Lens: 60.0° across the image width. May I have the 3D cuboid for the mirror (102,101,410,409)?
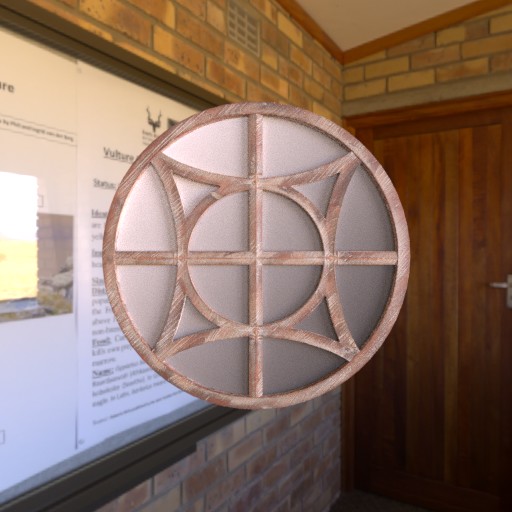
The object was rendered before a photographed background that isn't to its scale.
[{"bbox_3d":[0.000,0.000,1.041,0.710,0.710,0.038,0,1,0],"label":"mirror"}]
